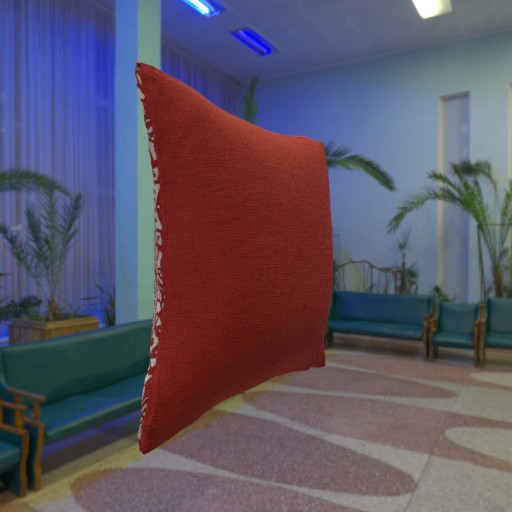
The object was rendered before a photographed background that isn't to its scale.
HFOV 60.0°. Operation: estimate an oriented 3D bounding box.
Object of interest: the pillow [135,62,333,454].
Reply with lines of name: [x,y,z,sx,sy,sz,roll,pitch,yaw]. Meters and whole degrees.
pillow: [0.000,0.000,0.650,0.162,0.419,0.438,0,1,35]
